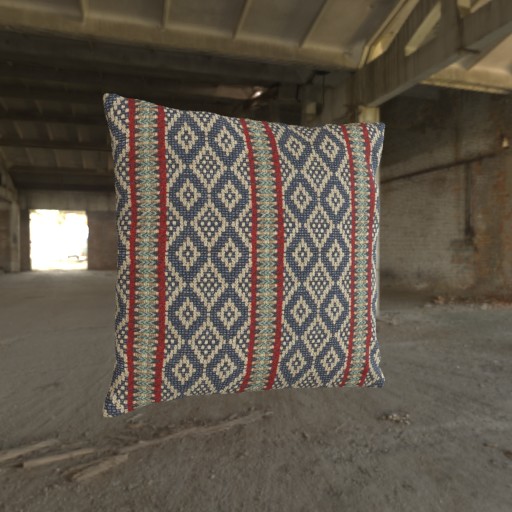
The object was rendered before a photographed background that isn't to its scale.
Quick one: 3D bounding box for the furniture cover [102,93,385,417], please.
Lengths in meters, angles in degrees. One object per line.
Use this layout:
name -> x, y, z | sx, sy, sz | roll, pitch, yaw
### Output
furniture cover -> 0.000, 0.000, 0.654 | 0.431, 0.431, 0.139 | 0, 1, -18
